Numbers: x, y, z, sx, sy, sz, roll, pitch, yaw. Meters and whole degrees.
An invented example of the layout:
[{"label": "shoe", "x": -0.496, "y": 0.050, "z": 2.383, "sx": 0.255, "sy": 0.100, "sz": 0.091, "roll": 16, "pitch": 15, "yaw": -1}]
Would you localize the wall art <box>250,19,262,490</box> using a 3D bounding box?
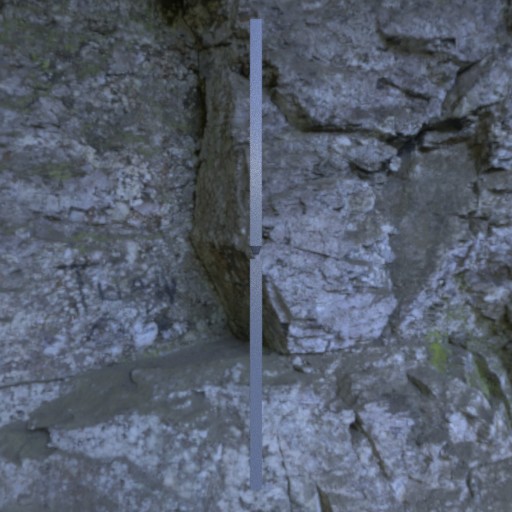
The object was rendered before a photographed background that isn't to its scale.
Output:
[{"label": "wall art", "x": 0.000, "y": 0.000, "z": 1.613, "sx": 0.029, "sy": 1.118, "sz": 1.118, "roll": 0, "pitch": -1, "yaw": 0}]
